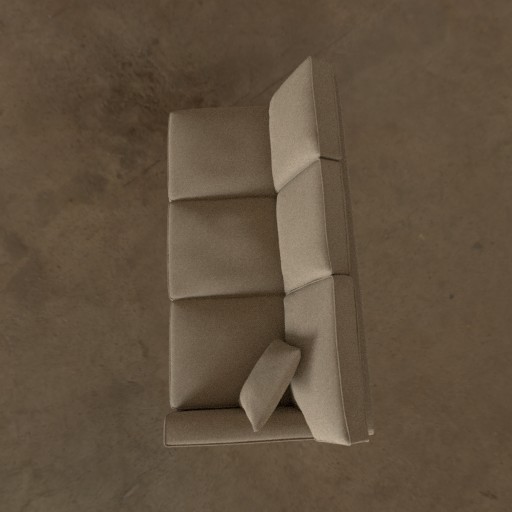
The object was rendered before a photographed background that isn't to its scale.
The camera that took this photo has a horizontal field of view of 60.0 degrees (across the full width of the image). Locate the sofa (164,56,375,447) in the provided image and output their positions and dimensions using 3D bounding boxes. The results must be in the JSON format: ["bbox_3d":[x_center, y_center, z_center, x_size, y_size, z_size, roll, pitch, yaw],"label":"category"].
[{"bbox_3d":[0.000,0.000,2.549,1.034,0.946,1.963,-2,75,-1],"label":"sofa"}]
